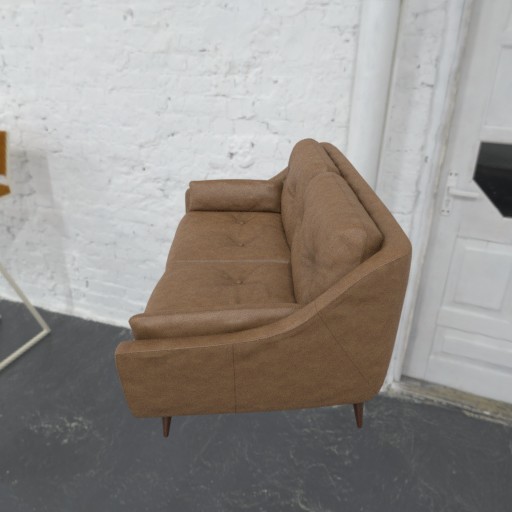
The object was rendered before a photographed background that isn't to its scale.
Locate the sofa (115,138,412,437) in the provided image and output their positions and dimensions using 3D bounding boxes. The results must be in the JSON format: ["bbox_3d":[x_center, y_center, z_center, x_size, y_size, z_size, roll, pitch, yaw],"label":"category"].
[{"bbox_3d":[0.000,0.000,2.204,0.981,0.886,1.731,0,26,0],"label":"sofa"}]
